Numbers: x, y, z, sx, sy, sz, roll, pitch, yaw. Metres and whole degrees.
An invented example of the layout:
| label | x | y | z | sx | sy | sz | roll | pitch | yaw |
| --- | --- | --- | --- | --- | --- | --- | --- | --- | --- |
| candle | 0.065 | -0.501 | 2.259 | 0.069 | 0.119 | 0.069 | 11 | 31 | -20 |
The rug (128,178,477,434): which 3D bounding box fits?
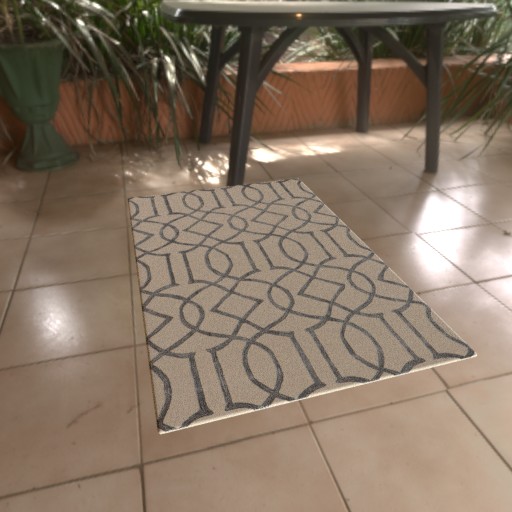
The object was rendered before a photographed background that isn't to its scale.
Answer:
| label | x | y | z | sx | sy | sz | roll | pitch | yaw |
| --- | --- | --- | --- | --- | --- | --- | --- | --- | --- |
| rug | 0.000 | 0.000 | 2.907 | 1.521 | 0.017 | 2.365 | -9 | 33 | -14 |
